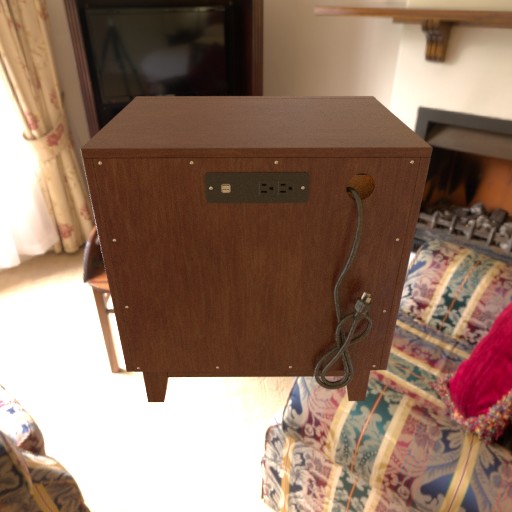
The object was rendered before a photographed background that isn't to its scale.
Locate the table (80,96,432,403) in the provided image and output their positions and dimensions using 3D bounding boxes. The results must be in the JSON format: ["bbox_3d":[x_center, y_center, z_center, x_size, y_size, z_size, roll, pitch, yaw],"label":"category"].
[{"bbox_3d":[0.000,0.000,1.008,0.557,0.609,0.449,0,31,0],"label":"table"}]
